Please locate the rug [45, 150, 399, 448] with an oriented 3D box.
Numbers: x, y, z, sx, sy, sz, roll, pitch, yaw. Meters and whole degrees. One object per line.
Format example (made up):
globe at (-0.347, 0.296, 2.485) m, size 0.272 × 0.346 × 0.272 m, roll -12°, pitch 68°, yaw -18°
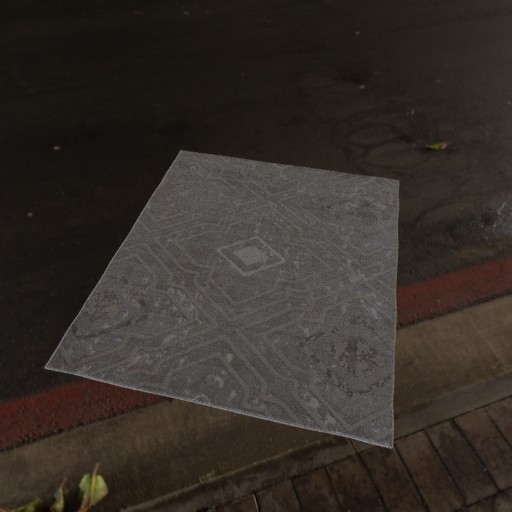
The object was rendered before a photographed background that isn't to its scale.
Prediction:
rug at (0.000, 0.000, 0.880) m, size 0.548 × 0.006 × 0.639 m, roll 10°, pitch 47°, yaw 9°
